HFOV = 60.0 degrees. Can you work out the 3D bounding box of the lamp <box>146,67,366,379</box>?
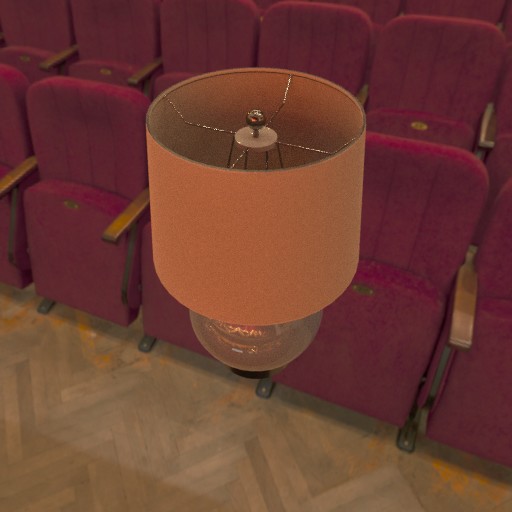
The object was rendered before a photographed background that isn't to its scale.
[{"bbox_3d":[0.000,0.000,0.554,0.247,0.387,0.247,0,45,0],"label":"lamp"}]
